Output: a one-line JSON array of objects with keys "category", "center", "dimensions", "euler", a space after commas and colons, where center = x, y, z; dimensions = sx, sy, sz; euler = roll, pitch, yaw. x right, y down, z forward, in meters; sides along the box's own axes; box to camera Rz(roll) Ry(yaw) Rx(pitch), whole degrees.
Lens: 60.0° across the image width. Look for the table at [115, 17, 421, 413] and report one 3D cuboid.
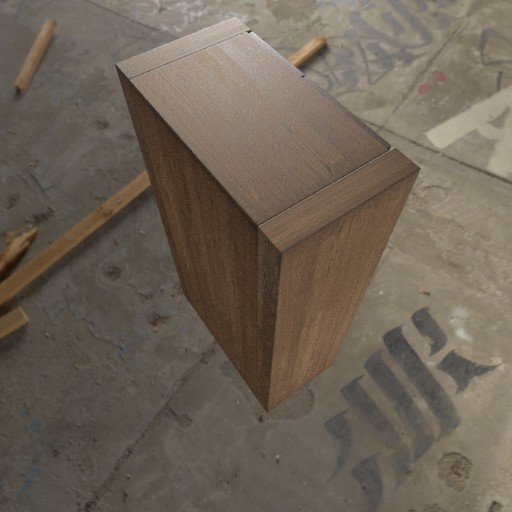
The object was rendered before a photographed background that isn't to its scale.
[{"category": "table", "center": [0.000, 0.000, 2.465], "dimensions": [0.600, 2.000, 1.100], "euler": [-31, 63, -18]}]
